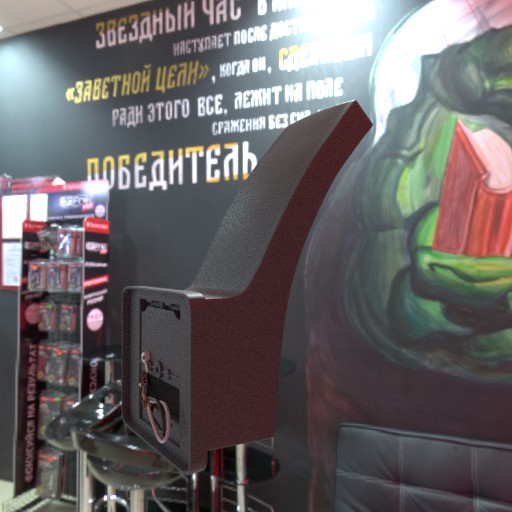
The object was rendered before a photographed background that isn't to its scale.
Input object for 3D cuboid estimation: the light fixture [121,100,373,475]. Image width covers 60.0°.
[{"bbox_3d":[0.000,0.000,0.330,0.174,0.243,0.108,1,-1,-36],"label":"light fixture"}]
